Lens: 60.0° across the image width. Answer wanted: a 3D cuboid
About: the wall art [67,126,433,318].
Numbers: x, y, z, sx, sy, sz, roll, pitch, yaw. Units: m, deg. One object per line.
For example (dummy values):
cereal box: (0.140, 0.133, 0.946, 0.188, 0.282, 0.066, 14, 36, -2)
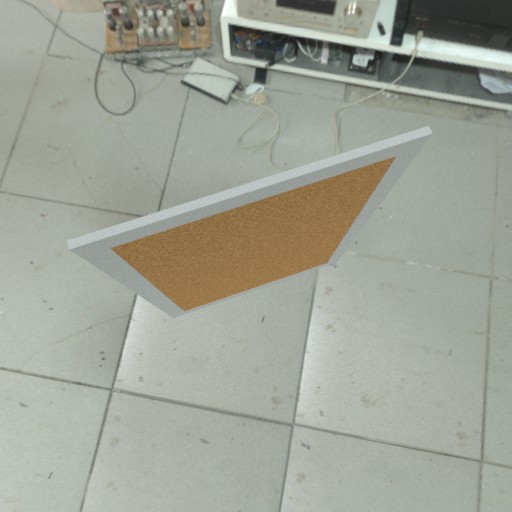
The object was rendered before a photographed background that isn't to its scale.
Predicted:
wall art: (0.000, 0.000, 0.843, 0.454, 0.659, 0.011, -18, 76, -5)
